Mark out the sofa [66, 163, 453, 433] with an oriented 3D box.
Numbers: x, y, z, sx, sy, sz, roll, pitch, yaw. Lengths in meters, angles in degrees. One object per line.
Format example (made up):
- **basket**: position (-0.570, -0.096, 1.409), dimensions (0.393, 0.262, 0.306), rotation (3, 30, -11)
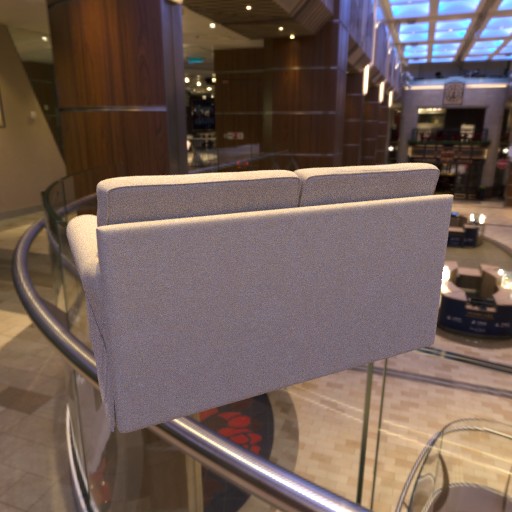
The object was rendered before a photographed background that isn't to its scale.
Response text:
- **sofa**: position (0.000, 0.000, 2.285), dimensions (1.727, 0.940, 0.991), rotation (-8, 18, -25)
